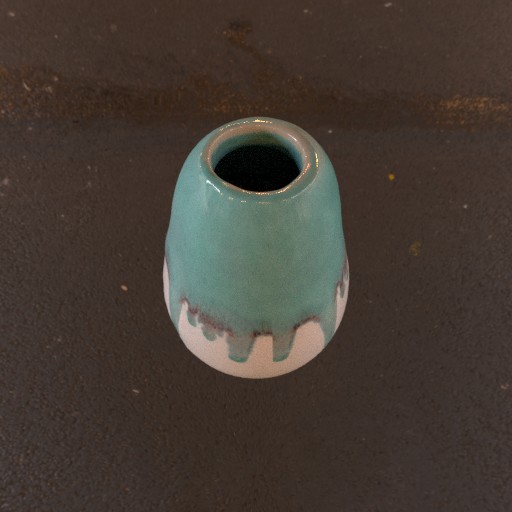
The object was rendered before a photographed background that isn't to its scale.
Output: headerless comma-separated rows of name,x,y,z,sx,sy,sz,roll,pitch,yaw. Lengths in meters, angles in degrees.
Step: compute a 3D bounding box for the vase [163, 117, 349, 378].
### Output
vase,0.000,0.000,0.249,0.116,0.179,0.116,0,64,0
